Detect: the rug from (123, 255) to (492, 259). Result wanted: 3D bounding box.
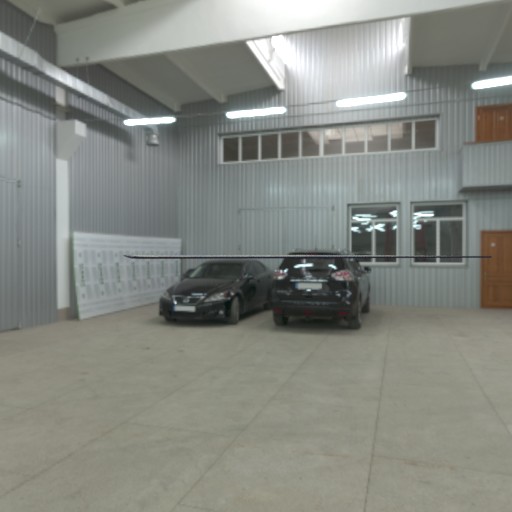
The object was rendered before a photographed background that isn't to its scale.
[{"bbox_3d":[0.000,0.000,2.884,1.630,0.009,2.232,0,0,-17],"label":"rug"}]
